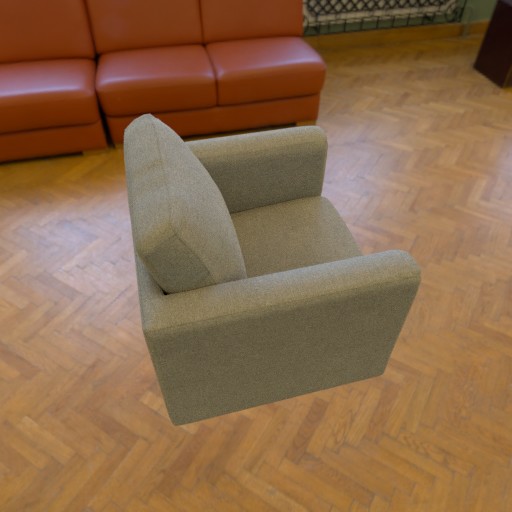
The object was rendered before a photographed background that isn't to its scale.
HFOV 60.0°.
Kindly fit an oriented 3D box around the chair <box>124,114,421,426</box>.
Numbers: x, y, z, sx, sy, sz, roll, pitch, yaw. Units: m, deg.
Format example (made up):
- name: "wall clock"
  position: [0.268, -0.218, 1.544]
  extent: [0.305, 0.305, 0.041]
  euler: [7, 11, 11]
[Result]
- name: "chair"
  position: [0.000, 0.000, 1.598]
  extent: [0.800, 0.927, 0.855]
  euler: [-11, 47, -10]
